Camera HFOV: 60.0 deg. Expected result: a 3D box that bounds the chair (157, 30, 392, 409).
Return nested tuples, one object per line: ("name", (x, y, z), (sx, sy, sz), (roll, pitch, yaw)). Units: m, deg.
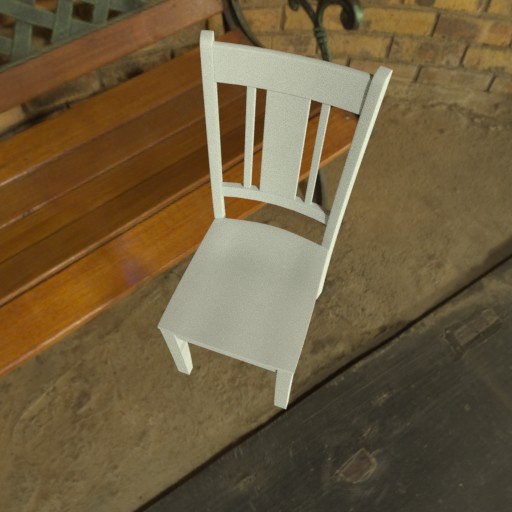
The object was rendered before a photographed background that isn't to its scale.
("chair", (0.000, 0.000, 1.294), (0.450, 0.998, 0.555), (17, 60, 10))
